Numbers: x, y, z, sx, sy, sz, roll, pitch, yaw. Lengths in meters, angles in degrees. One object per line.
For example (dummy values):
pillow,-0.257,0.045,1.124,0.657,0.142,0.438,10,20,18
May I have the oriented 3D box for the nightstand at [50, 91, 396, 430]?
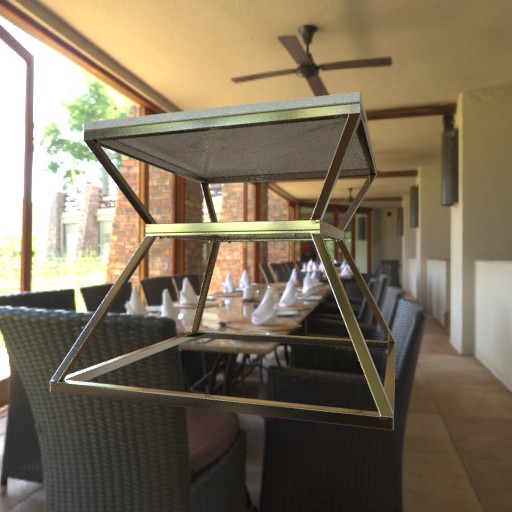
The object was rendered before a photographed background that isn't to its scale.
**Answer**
nightstand,0.000,0.000,0.860,0.514,0.426,0.513,0,0,18
